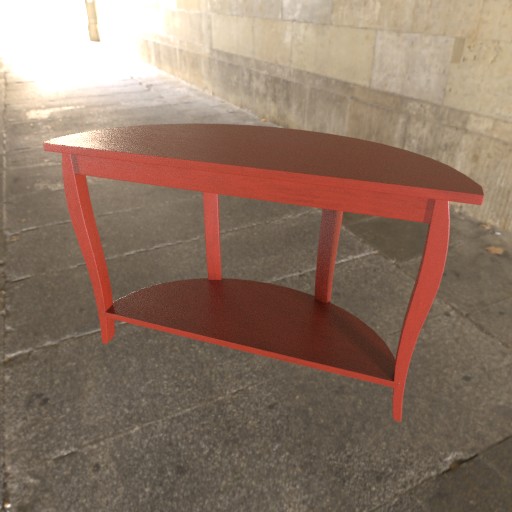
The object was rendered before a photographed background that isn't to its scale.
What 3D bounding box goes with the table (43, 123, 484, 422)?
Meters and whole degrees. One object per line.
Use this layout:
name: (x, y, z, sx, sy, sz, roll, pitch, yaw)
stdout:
table: (0.000, 0.000, 1.522, 1.219, 0.779, 0.405, 10, 32, 16)
